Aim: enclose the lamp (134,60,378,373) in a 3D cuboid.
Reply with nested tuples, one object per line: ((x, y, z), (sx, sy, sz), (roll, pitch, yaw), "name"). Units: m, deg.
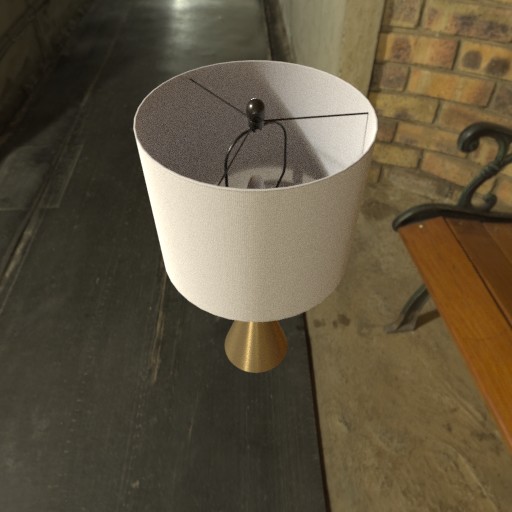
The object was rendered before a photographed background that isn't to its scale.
((0.000, 0.000, 0.757), (0.304, 0.573, 0.304), (-31, 55, -25), "lamp")
